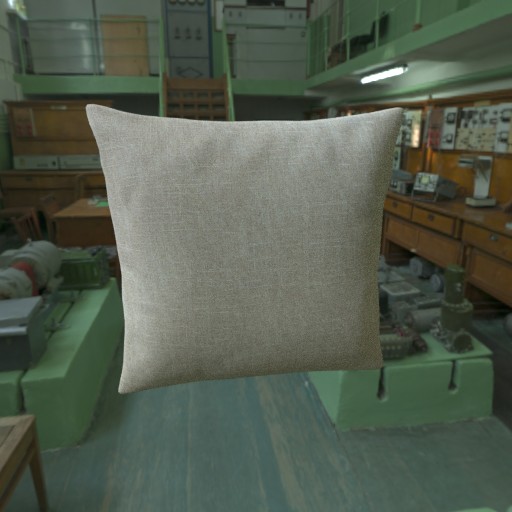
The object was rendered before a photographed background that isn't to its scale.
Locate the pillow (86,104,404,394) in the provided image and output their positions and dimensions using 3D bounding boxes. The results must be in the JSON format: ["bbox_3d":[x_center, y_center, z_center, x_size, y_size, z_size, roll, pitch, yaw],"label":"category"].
[{"bbox_3d":[0.000,0.000,0.787,0.523,0.506,0.166,-3,16,-9],"label":"pillow"}]
